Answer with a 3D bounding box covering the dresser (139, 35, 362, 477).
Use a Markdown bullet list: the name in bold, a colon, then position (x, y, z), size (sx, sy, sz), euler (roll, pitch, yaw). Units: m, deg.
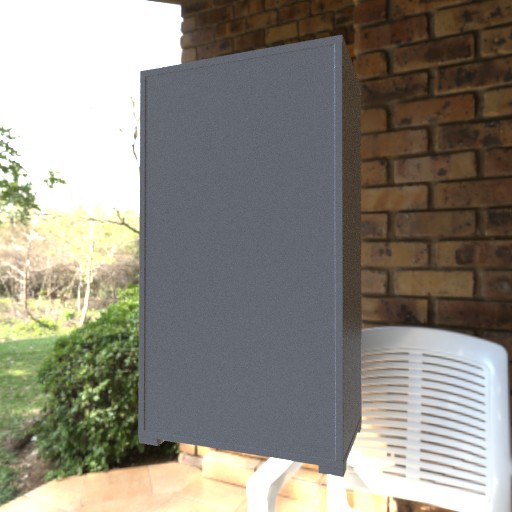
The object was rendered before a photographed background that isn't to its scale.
- **dresser**: position (0.000, 0.000, 1.492), size (0.650, 1.190, 0.400), euler (0, -1, 21)
